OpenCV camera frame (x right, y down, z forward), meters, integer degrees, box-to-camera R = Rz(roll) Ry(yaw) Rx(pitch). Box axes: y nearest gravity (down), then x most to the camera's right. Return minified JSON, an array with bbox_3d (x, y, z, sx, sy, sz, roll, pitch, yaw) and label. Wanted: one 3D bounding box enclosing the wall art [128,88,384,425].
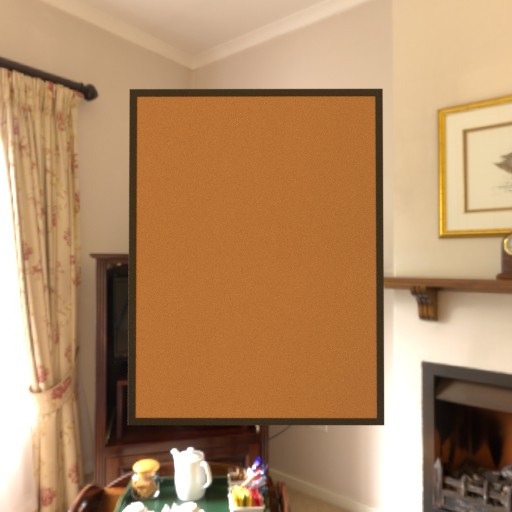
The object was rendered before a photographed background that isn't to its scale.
[{"bbox_3d":[0.000,0.000,1.416,0.804,1.061,0.039,0,-1,0],"label":"wall art"}]
